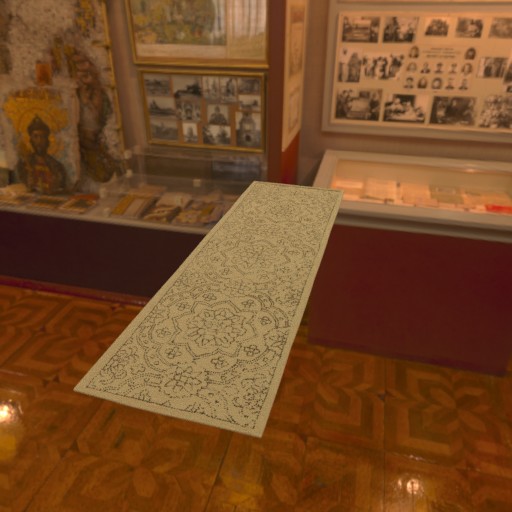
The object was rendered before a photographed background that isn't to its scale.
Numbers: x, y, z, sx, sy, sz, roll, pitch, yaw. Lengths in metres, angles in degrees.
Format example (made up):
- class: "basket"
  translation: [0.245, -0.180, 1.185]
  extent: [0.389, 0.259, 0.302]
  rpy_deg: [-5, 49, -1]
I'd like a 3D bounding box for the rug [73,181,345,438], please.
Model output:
- class: "rug"
  translation: [0.000, 0.000, 2.646]
  extent: [0.769, 0.012, 2.448]
  rpy_deg: [8, 31, 14]
